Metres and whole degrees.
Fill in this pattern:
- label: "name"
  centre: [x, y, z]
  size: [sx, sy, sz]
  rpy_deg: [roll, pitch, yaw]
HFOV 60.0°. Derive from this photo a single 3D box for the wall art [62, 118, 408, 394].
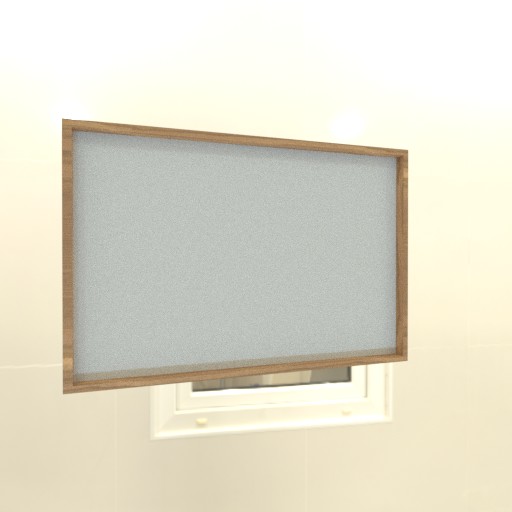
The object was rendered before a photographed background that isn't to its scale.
- label: "wall art"
  centre: [0.000, 0.000, 1.137]
  size: [0.911, 0.605, 0.037]
  rpy_deg: [0, 1, -19]
